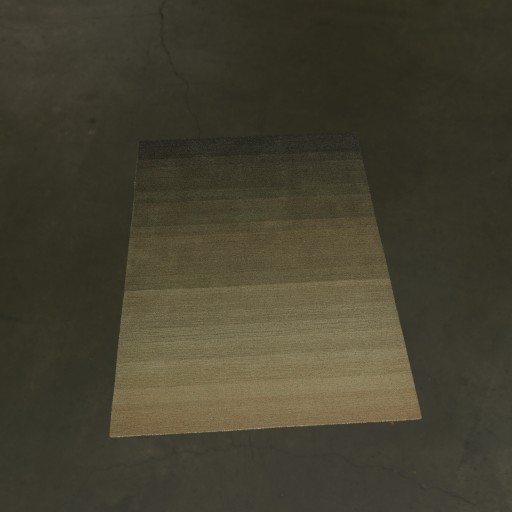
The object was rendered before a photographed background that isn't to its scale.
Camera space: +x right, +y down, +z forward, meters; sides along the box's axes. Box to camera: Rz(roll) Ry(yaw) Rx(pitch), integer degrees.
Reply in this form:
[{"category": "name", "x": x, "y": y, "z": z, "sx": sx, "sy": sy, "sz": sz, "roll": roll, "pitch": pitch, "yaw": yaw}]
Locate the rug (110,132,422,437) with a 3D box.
[{"category": "rug", "x": 0.000, "y": 0.000, "z": 3.991, "sx": 2.315, "sy": 0.015, "sz": 2.932, "roll": -3, "pitch": 60, "yaw": -2}]
